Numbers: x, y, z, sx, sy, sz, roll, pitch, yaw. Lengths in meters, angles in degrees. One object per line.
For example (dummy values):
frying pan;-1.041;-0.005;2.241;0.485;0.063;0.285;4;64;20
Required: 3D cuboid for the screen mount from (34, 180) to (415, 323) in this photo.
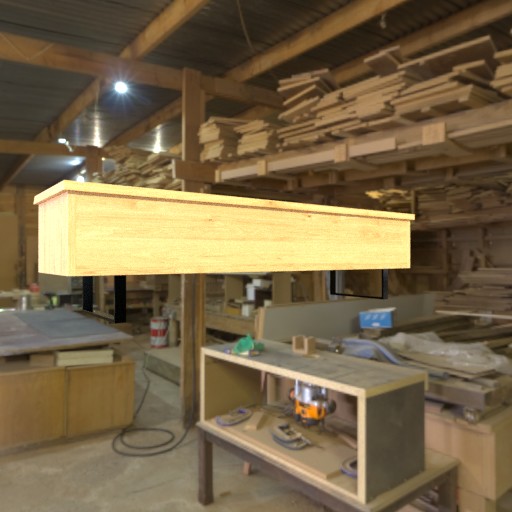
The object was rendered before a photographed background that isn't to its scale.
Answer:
screen mount;0.000;0.000;1.952;1.700;0.430;0.450;0;0;-37
